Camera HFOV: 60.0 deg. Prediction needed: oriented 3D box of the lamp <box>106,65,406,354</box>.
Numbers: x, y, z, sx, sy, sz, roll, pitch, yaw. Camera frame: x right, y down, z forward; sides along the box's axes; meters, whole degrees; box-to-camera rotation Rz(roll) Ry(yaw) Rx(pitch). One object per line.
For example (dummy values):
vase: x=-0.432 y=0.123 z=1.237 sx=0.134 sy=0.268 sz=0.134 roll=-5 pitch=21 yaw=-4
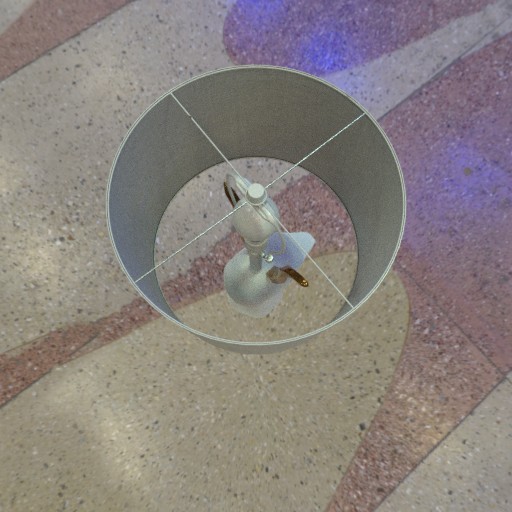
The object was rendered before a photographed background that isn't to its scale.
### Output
lamp: x=0.000 y=0.000 z=0.679 sx=0.298 sy=0.503 sz=0.298 roll=-37 pitch=78 yaw=-9
